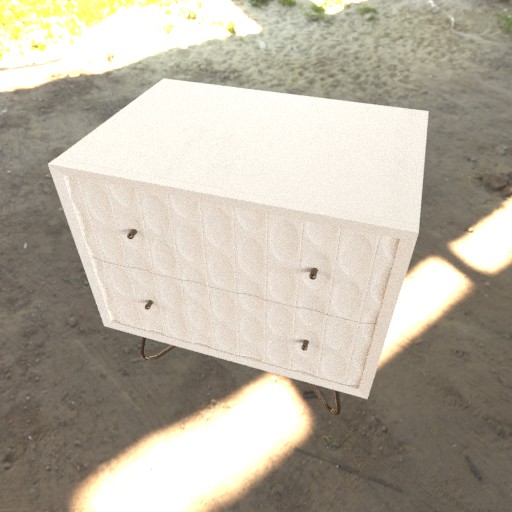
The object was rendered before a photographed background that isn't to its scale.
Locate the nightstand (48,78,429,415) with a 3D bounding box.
[{"bbox_3d":[0.000,0.000,1.038,0.614,0.604,0.447,12,43,13],"label":"nightstand"}]
